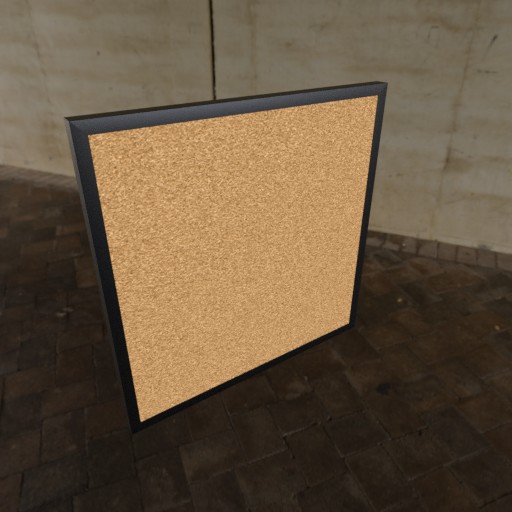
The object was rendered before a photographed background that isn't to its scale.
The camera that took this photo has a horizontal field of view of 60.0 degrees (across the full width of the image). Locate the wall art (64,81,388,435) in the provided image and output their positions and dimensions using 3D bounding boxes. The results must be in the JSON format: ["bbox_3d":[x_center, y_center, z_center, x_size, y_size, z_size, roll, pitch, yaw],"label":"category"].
[{"bbox_3d":[0.000,0.000,1.101,0.756,0.755,0.036,-18,34,-29],"label":"wall art"}]
